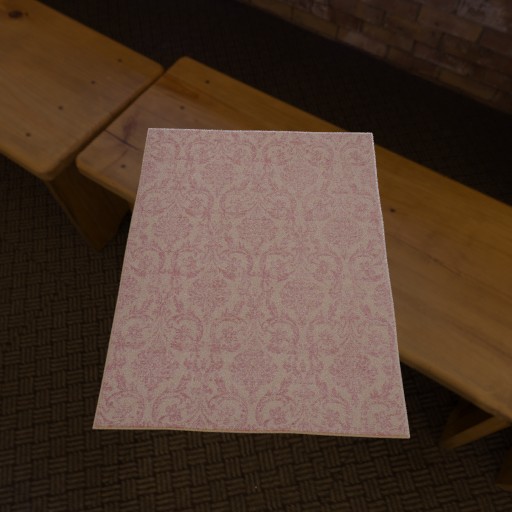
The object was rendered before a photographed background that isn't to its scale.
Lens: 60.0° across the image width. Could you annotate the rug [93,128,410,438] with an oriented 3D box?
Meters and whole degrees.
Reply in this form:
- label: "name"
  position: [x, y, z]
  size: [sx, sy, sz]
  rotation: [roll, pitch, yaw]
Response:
- label: "rug"
  position: [0.000, 0.000, 3.986]
  size: [2.363, 0.012, 2.980]
  rotation: [1, 62, 1]
